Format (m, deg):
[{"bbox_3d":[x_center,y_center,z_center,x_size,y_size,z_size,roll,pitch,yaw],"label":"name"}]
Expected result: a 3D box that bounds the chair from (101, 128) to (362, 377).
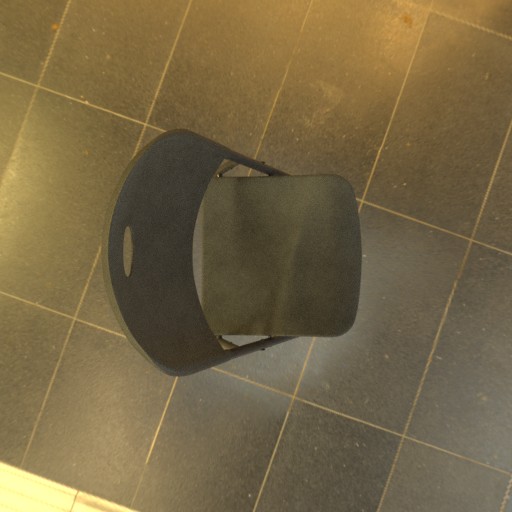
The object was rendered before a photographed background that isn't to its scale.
[{"bbox_3d":[0.000,0.000,1.204,0.566,0.810,0.494,0,89,0],"label":"chair"}]
